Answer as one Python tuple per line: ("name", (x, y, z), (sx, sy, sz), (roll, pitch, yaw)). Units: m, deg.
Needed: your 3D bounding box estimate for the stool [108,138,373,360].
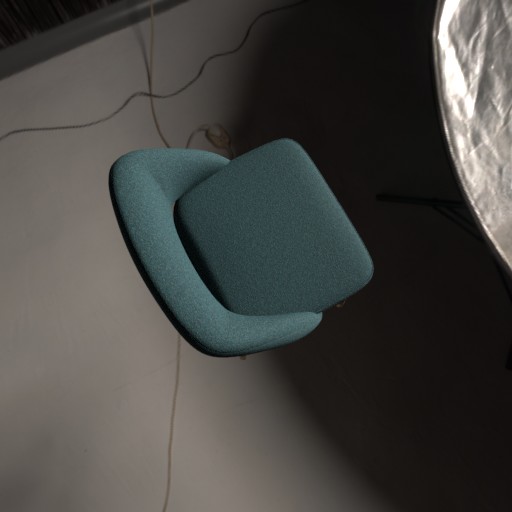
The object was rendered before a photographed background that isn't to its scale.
("stool", (0.000, 0.000, 1.287), (0.522, 0.939, 0.536), (-28, 77, -7))
